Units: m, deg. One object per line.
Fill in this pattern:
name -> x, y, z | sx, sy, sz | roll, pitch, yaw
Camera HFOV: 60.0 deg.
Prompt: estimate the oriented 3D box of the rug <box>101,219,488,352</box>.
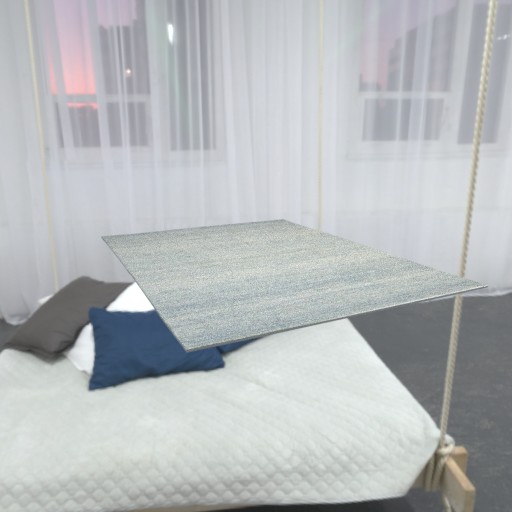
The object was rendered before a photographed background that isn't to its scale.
rug -> 0.000, 0.000, 4.329 | 2.461, 0.046, 3.237 | -7, 17, -25
